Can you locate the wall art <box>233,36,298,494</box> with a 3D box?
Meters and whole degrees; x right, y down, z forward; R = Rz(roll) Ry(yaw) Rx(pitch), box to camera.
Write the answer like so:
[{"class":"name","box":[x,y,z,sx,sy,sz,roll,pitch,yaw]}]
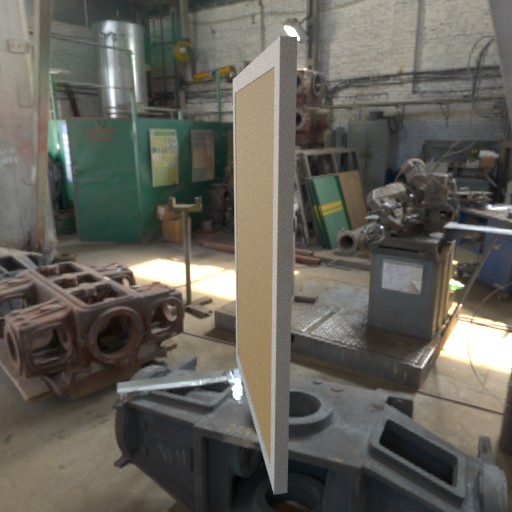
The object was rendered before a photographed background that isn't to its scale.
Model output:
[{"class":"wall art","box":[0.000,0.000,1.424,0.038,1.143,0.764,-3,16,-10]}]
